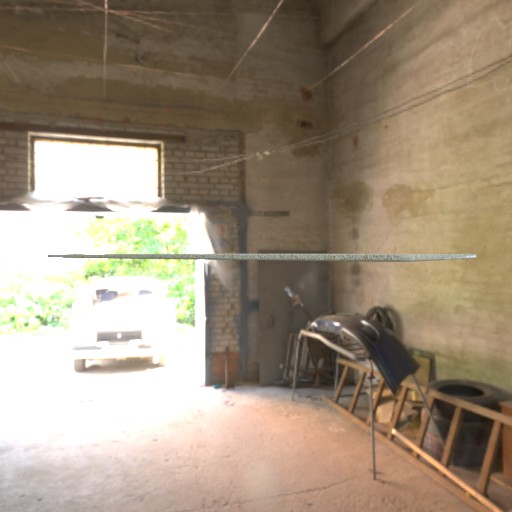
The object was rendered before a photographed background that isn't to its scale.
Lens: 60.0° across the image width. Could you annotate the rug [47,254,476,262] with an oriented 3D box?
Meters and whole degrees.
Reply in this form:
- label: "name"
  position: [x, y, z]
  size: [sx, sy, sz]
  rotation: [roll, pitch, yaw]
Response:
- label: "rug"
  position: [0.000, 0.000, 2.845]
  size: [2.349, 0.026, 1.500]
  rotation: [0, 0, 35]
